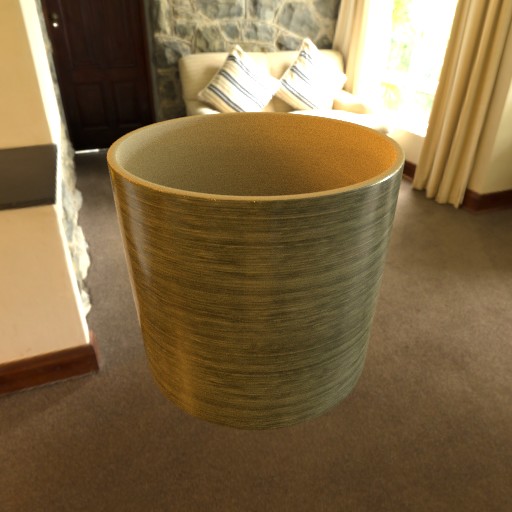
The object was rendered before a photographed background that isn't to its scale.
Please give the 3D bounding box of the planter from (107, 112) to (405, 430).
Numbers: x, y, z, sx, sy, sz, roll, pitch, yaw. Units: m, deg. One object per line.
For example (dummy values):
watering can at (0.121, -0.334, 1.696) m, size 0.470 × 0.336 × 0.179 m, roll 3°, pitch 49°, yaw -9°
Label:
planter at (0.000, 0.000, 0.393) m, size 0.221 × 0.201 × 0.221 m, roll 0°, pitch 30°, yaw 0°
